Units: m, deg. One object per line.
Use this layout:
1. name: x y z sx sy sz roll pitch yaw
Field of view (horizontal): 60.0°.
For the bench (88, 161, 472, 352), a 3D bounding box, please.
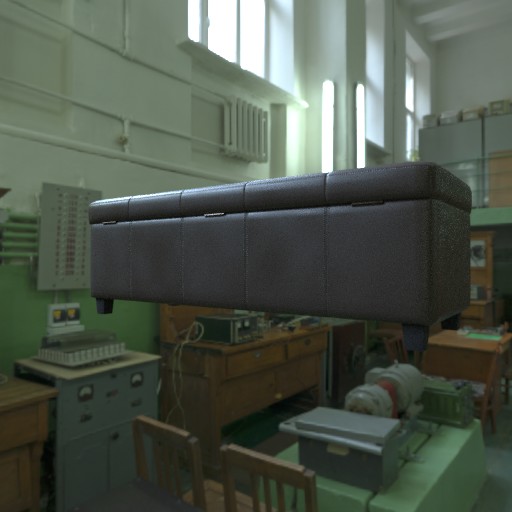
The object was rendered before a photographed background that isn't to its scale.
1. bench: 0.000 0.000 1.436 1.219 0.417 0.450 0 0 35
